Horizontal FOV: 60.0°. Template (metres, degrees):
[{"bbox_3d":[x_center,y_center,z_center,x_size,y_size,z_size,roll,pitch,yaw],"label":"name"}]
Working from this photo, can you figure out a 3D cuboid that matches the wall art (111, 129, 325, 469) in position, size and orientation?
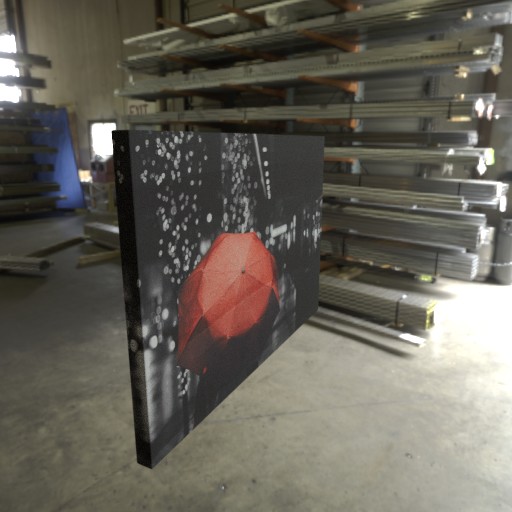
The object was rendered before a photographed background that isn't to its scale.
[{"bbox_3d":[0.000,0.000,1.150,0.038,0.609,0.914,7,16,26],"label":"wall art"}]
